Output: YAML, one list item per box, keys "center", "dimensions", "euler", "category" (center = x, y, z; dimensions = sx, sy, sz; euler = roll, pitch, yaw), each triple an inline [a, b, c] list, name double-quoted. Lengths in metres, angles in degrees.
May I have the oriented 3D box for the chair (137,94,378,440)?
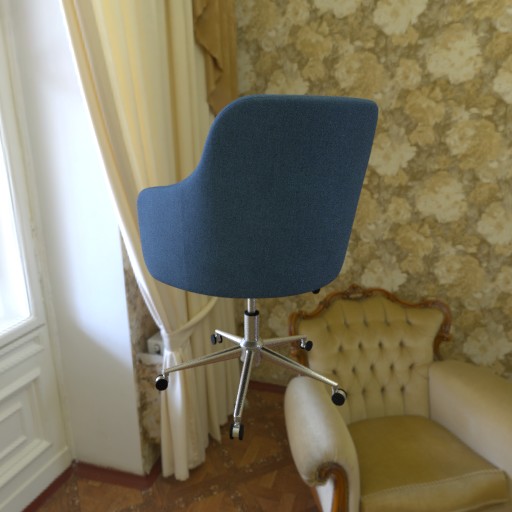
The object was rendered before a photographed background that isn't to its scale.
- center: [0.000, 0.000, 1.259]
  dimensions: [0.599, 0.820, 0.655]
  euler: [-8, 17, -26]
  category: "chair"
